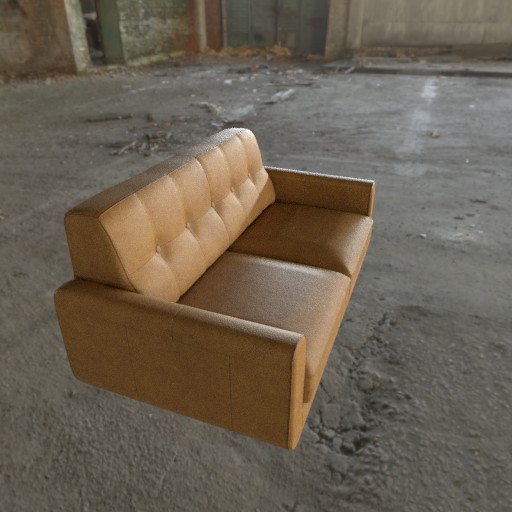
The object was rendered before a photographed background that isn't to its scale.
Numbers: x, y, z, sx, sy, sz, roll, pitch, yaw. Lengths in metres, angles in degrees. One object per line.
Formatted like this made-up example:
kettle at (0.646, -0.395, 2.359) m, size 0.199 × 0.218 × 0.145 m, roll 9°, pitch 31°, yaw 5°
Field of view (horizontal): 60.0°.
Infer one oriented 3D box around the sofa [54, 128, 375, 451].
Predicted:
sofa at (0.000, 0.000, 2.189) m, size 0.952 × 0.925 × 1.651 m, roll 11°, pitch 31°, yaw 19°
